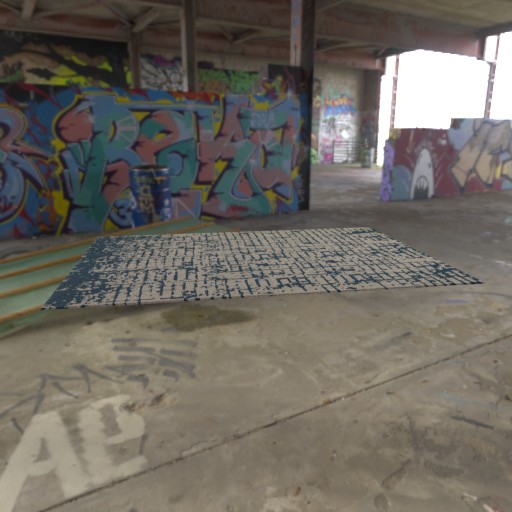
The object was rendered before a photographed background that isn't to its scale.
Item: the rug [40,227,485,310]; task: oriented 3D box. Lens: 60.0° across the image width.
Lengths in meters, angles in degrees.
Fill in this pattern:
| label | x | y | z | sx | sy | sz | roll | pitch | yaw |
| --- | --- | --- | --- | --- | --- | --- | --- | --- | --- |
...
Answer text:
| label | x | y | z | sx | sy | sz | roll | pitch | yaw |
| --- | --- | --- | --- | --- | --- | --- | --- | --- | --- |
| rug | 0.000 | 0.000 | 2.368 | 1.828 | 0.007 | 1.220 | -3 | 15 | -9 |
